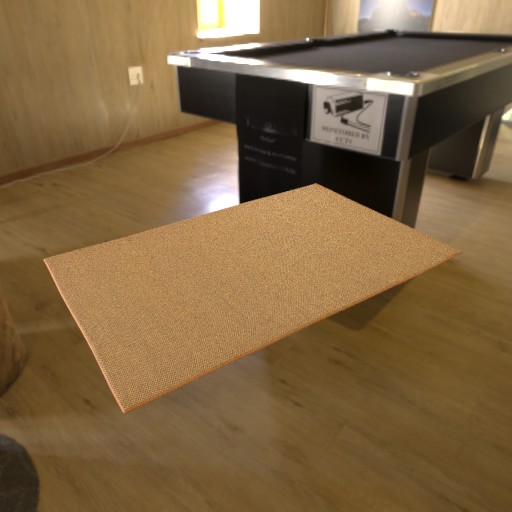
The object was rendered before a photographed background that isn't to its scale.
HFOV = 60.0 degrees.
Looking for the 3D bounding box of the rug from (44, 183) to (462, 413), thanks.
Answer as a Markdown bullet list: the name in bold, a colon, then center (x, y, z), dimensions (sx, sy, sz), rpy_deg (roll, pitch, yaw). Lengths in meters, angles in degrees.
- **rug**: center (0.000, 0.000, 2.094), dimensions (1.678, 0.013, 1.078), rpy_deg (-19, 36, -29)
